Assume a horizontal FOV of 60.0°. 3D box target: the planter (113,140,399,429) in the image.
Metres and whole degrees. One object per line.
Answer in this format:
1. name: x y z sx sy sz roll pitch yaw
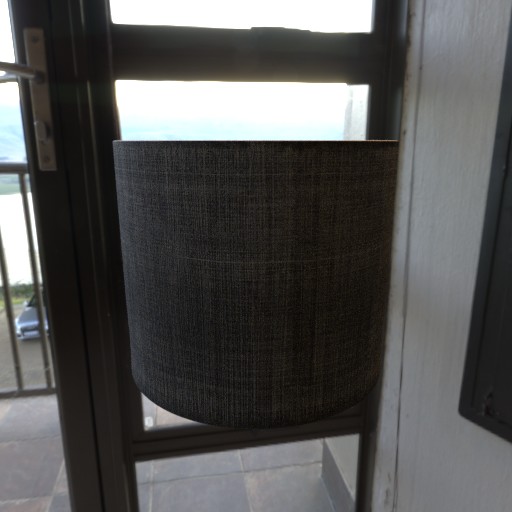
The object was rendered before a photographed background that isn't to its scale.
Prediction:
1. planter: 0.000 0.000 0.439 0.254 0.221 0.254 0 14 0
